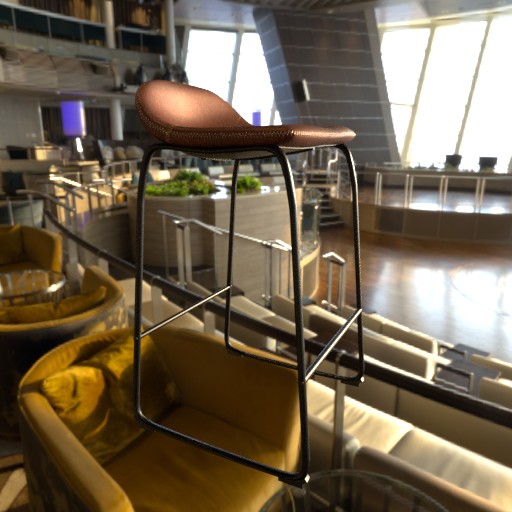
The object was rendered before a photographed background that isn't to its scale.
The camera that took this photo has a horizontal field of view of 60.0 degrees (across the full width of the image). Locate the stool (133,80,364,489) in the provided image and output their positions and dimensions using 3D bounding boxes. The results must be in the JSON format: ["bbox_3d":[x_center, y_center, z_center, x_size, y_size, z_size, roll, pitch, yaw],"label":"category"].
[{"bbox_3d":[0.000,0.000,1.098,0.473,0.830,0.454,8,17,27],"label":"stool"}]
